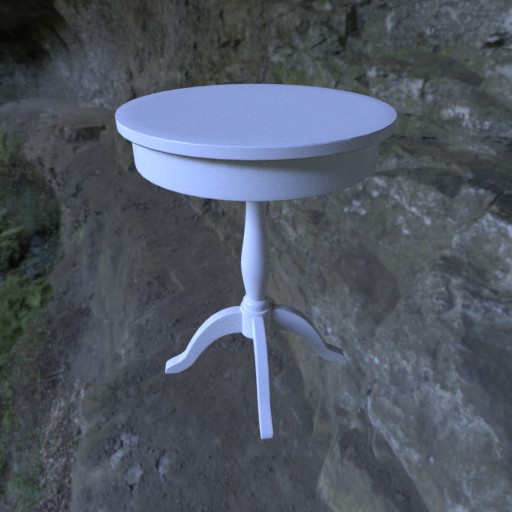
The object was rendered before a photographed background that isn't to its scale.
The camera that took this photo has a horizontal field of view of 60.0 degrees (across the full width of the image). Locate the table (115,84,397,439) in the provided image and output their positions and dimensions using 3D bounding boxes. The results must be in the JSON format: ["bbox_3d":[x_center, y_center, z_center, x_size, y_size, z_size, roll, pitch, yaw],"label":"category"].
[{"bbox_3d":[0.000,0.000,1.000,0.513,0.653,0.513,0,30,0],"label":"table"}]
